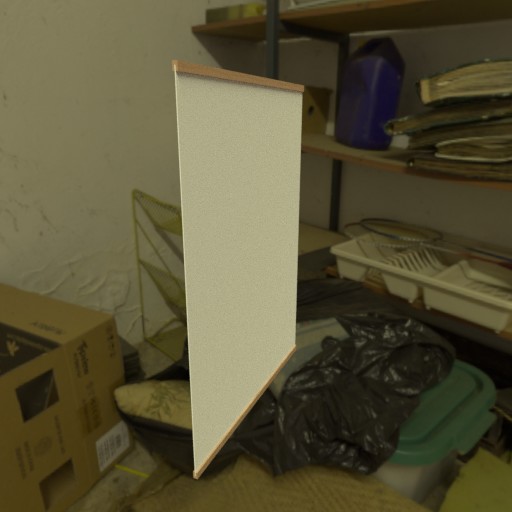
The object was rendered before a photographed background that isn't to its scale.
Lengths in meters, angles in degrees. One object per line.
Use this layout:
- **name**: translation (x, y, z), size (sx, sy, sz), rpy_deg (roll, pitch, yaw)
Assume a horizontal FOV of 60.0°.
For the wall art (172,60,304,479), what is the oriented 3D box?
- **wall art**: translation (0.000, 0.000, 1.349), size (0.013, 1.016, 0.758), rpy_deg (8, 19, 24)
